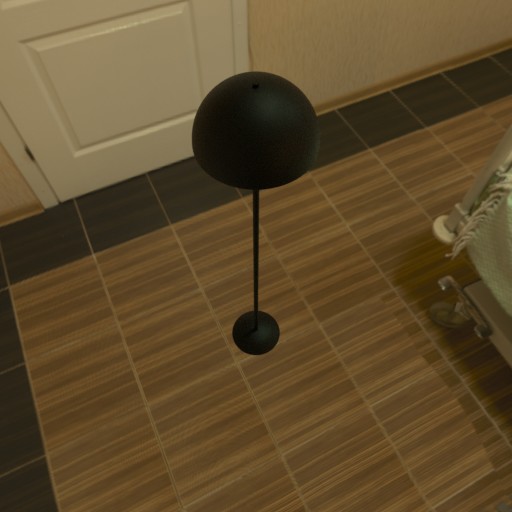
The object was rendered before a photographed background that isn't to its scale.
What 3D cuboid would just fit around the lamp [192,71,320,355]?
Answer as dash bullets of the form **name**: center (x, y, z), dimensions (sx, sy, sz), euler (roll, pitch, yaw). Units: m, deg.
- **lamp**: center (0.000, 0.000, 1.622), dimensions (0.328, 1.480, 0.328), euler (31, 63, 17)
